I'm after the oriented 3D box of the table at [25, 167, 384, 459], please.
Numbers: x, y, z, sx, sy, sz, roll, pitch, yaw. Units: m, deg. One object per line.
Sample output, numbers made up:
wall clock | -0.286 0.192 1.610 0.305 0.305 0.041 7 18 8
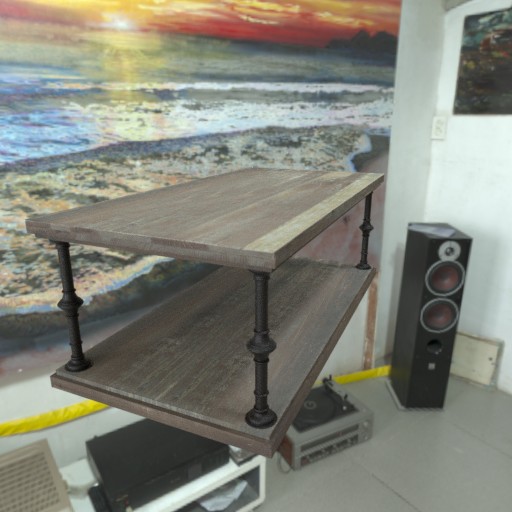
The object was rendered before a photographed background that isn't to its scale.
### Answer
table | 0.000 0.000 1.337 0.554 0.399 1.088 8 19 23
